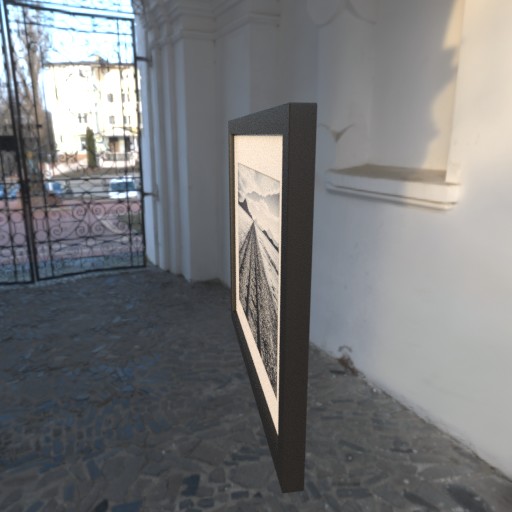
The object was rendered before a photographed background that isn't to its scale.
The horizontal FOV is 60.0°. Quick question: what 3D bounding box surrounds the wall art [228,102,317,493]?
[{"bbox_3d":[0.000,0.000,0.755,0.029,0.458,0.559,-3,15,-9],"label":"wall art"}]
